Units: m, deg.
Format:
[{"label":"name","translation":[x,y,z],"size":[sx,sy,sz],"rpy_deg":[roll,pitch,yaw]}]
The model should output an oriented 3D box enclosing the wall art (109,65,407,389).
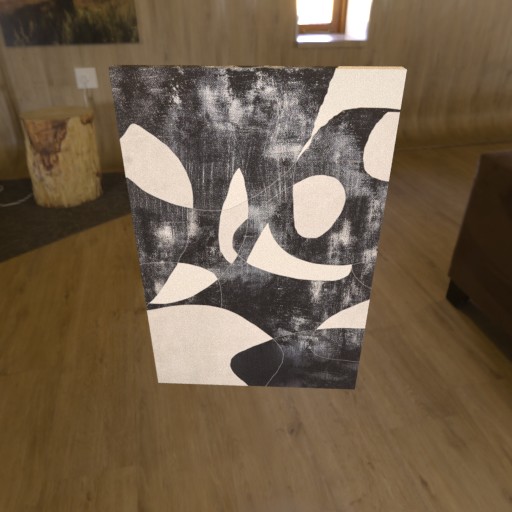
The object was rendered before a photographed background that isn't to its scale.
[{"label":"wall art","translation":[0.000,0.000,1.155],"size":[0.610,0.915,0.041],"rpy_deg":[1,31,2]}]
